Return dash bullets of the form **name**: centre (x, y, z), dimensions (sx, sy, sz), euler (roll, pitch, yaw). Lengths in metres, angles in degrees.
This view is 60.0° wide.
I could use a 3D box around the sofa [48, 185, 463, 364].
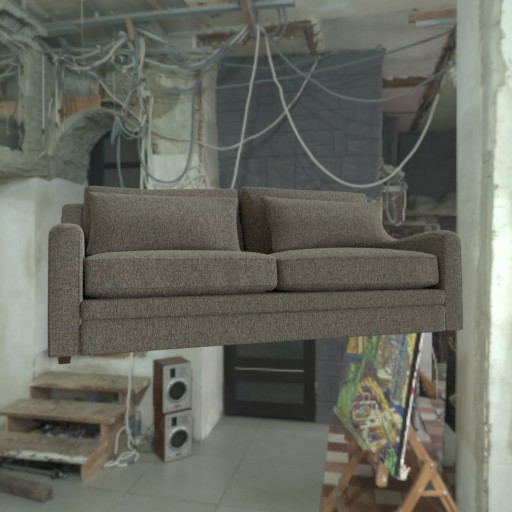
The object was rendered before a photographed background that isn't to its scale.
- **sofa**: centre (0.000, 0.000, 2.880), dimensions (2.418, 0.998, 1.103), euler (0, 1, -18)
